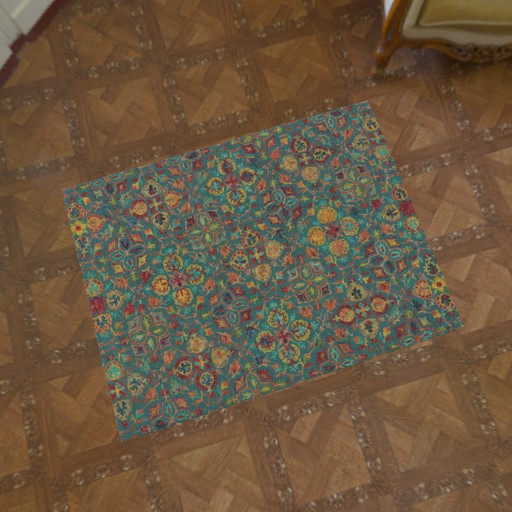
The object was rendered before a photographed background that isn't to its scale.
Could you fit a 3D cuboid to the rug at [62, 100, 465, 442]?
[{"bbox_3d":[0.000,0.000,4.177,3.204,0.025,2.434,-17,77,-4],"label":"rug"}]
